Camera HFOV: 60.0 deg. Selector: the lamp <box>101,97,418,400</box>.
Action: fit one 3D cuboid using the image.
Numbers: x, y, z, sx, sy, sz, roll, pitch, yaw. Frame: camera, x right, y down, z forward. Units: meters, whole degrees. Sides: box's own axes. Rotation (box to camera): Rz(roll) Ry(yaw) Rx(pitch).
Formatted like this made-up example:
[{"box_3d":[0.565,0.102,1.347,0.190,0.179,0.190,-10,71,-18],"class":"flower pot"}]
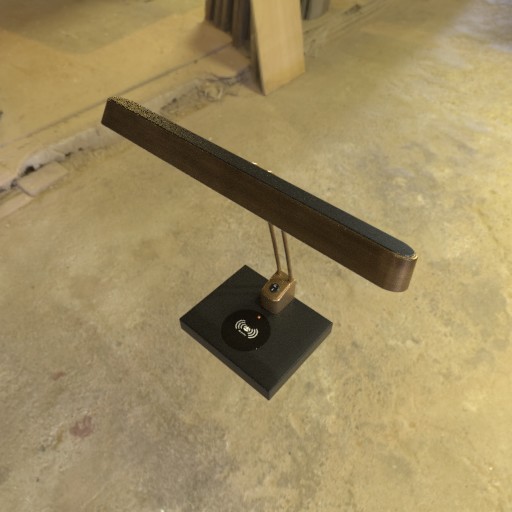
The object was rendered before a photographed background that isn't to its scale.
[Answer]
[{"box_3d":[0.000,0.000,0.585,0.412,0.345,0.156,33,55,27],"class":"lamp"}]
